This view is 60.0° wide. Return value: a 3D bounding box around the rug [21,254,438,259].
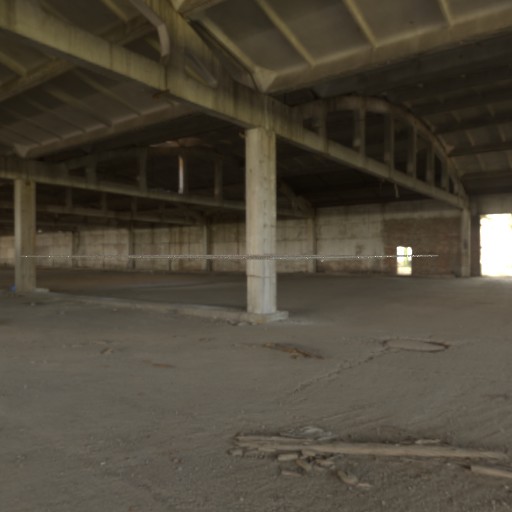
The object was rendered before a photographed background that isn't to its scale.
[{"bbox_3d":[0.000,0.000,4.054,2.434,0.013,3.057,0,0,36],"label":"rug"}]
